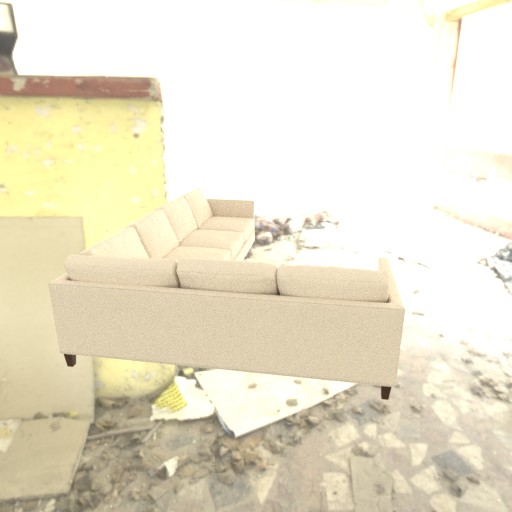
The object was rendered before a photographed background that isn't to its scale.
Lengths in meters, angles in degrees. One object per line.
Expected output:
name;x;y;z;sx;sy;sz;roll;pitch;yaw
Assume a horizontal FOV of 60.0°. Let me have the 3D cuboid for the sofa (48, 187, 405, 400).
sofa;0.000;0.000;4.452;2.432;0.863;3.182;3;19;9
